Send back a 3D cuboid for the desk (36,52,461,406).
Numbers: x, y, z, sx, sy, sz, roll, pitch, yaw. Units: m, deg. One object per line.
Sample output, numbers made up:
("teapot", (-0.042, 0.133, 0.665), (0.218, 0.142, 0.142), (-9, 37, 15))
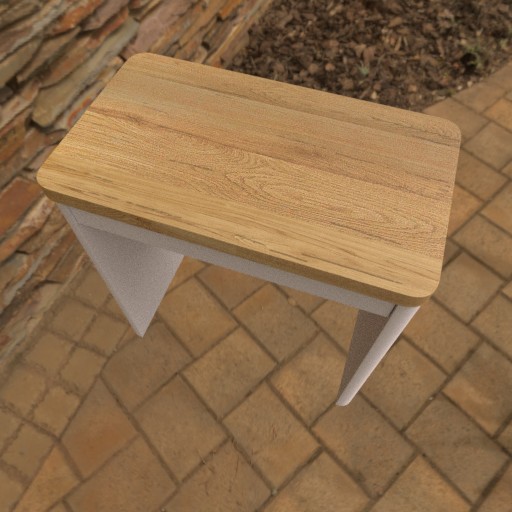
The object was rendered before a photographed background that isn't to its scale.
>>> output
("desk", (0.000, 0.000, 1.214), (0.760, 0.790, 0.440), (17, 60, 10))
